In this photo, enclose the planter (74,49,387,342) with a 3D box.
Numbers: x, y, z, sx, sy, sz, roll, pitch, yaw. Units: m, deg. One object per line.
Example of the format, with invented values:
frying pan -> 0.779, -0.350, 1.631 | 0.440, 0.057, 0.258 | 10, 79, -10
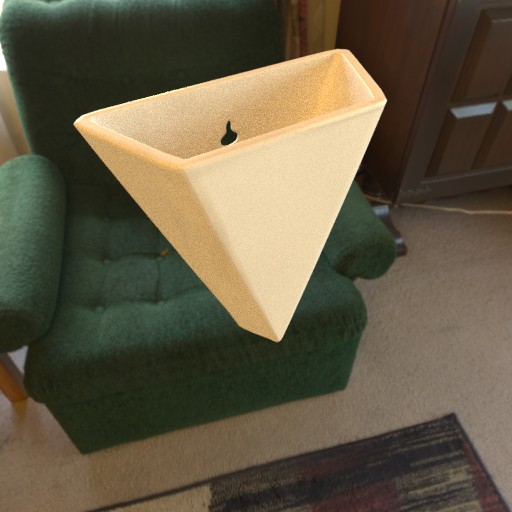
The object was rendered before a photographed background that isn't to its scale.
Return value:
planter -> 0.000, 0.000, 0.269 | 0.150, 0.197, 0.060 | -24, 50, -22
